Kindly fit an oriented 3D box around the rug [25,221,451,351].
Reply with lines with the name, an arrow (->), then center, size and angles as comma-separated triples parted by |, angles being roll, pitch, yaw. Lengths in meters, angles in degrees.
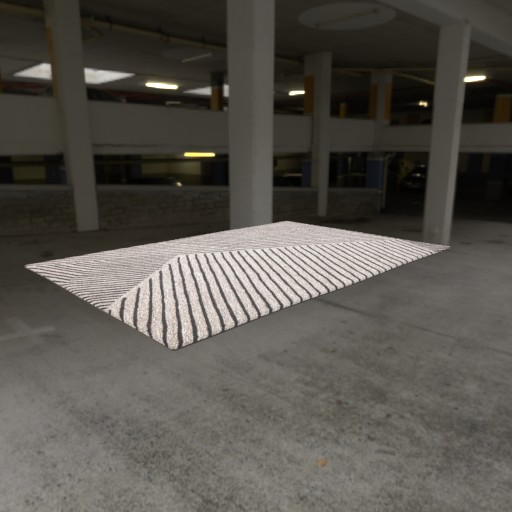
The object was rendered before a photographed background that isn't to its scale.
rug -> 0.000, 0.000, 2.273 | 1.842, 0.019, 1.237 | -13, 19, -43
